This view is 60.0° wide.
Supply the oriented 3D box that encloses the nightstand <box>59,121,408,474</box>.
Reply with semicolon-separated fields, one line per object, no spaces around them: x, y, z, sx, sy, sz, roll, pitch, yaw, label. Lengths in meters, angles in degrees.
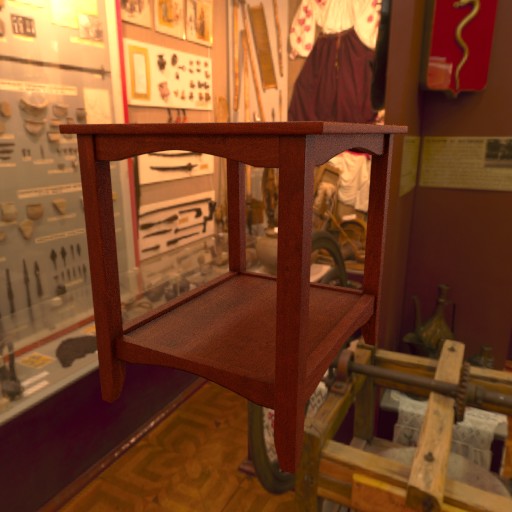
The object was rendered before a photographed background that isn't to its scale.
0.000;0.000;0.987;0.501;0.558;0.558;8;18;28;nightstand
